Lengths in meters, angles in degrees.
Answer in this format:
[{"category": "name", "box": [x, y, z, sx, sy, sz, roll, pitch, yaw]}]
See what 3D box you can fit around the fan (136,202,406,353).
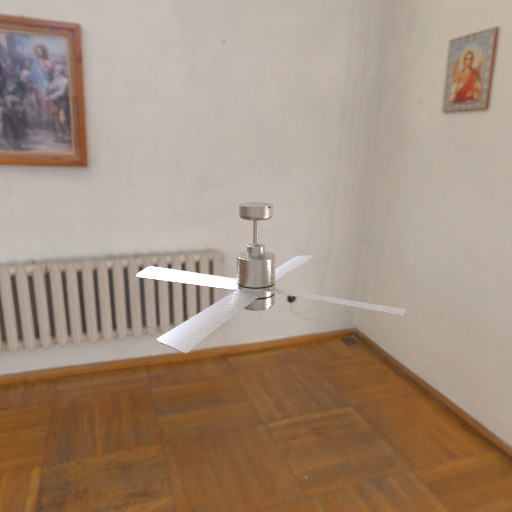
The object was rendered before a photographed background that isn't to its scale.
[{"category": "fan", "box": [0.000, 0.000, 2.317, 1.525, 0.539, 1.525, 7, 16, 25]}]
